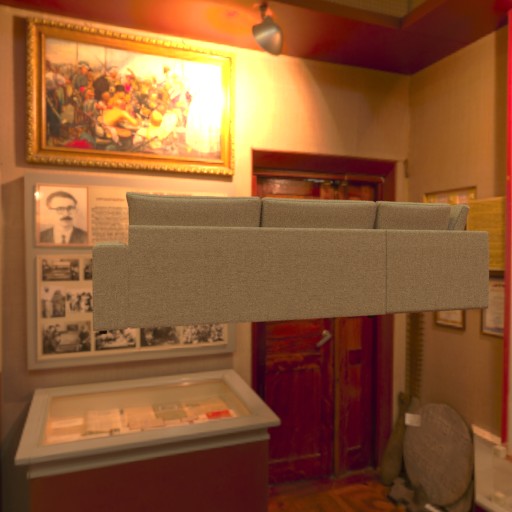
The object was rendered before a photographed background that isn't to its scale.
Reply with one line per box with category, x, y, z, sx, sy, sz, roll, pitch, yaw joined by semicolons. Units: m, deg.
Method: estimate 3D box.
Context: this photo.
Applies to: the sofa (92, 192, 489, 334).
sofa;0.000;0.000;4.033;2.742;0.800;2.622;0;1;-19
